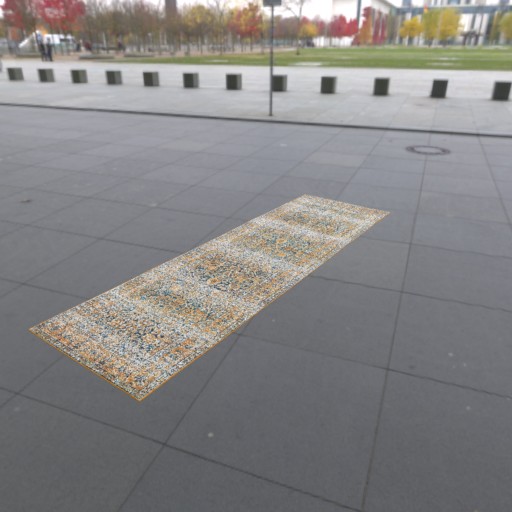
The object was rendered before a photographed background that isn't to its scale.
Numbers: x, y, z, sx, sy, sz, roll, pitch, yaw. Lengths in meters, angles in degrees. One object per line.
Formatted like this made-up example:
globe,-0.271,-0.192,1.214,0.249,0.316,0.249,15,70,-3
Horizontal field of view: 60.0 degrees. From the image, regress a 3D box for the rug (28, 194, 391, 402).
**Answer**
rug,0.000,0.000,2.513,0.704,0.014,2.294,18,31,32
